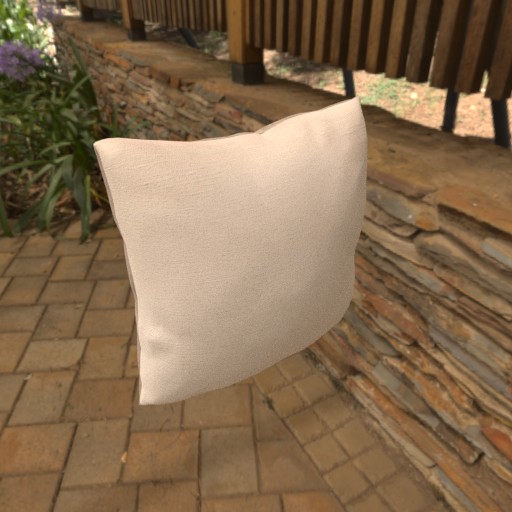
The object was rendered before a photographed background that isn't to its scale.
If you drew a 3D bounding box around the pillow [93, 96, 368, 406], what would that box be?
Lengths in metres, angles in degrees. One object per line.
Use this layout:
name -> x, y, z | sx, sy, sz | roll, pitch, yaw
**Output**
pillow -> 0.000, 0.000, 0.719 | 0.450, 0.448, 0.245 | -19, 36, -29
